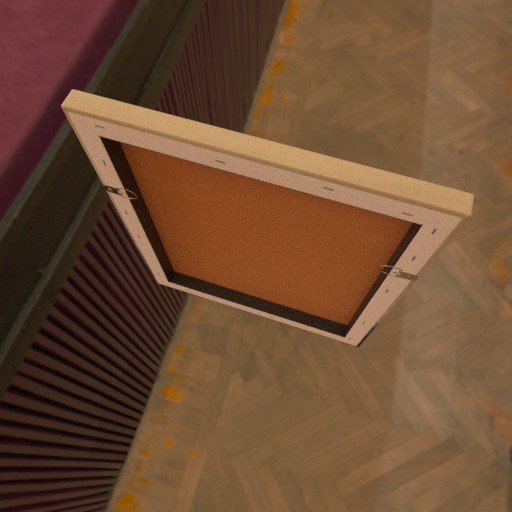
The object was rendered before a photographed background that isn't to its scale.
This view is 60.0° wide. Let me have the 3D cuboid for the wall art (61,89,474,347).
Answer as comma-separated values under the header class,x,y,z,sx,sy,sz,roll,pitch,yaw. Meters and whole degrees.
class,x,y,z,sx,sy,sz,roll,pitch,yaw
wall art,0.000,0.000,0.947,0.608,0.710,0.041,17,66,8
